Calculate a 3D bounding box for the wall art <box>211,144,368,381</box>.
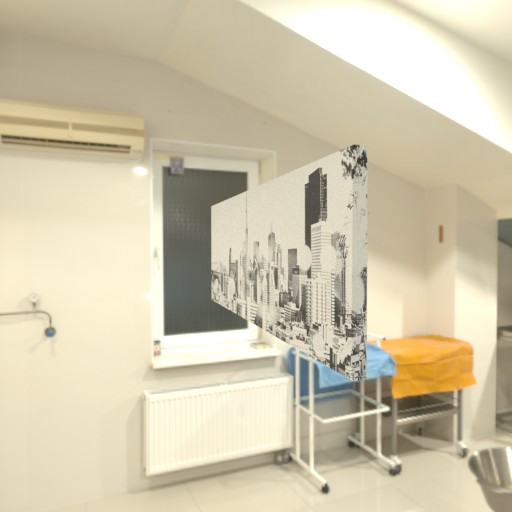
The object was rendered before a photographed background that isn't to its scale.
[{"bbox_3d":[0.000,0.000,1.680,0.039,0.507,1.520,0,1,-17],"label":"wall art"}]
